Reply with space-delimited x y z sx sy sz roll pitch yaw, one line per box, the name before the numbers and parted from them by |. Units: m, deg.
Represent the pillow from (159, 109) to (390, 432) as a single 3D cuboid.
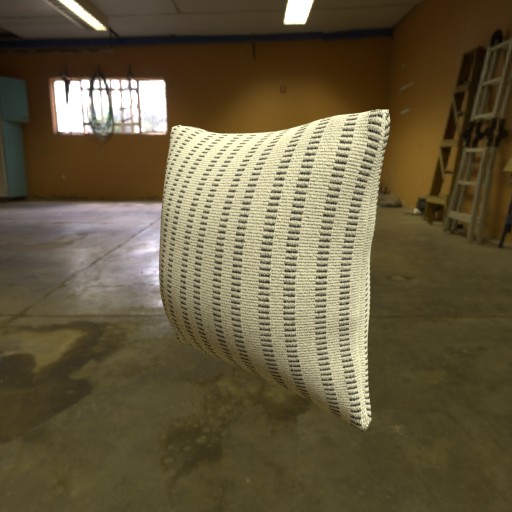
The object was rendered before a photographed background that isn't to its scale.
pillow | 0.000 0.000 0.705 0.247 0.419 0.438 -12 18 -43
